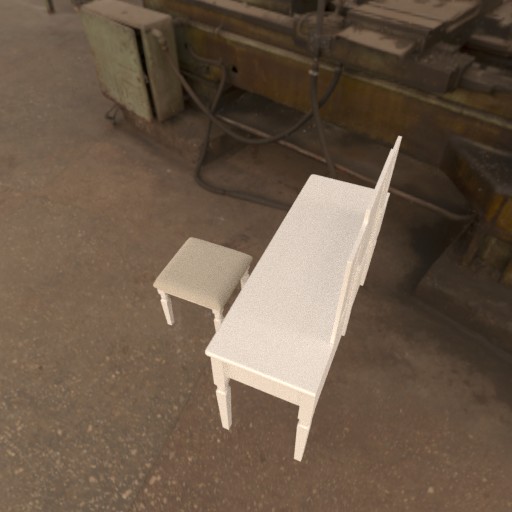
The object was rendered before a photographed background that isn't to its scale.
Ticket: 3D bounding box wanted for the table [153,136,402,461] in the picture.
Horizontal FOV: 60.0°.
[{"bbox_3d":[0.000,0.000,2.342,1.115,1.310,1.369,17,48,16],"label":"table"}]
